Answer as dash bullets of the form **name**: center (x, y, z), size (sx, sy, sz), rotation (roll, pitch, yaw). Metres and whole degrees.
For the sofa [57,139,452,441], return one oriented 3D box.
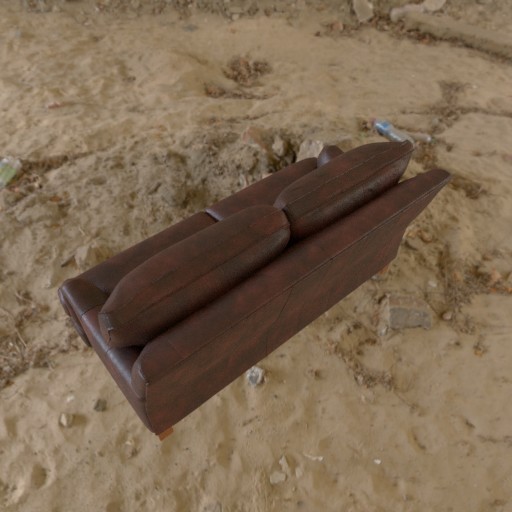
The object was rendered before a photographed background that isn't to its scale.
- **sofa**: center (0.000, 0.000, 2.731), size (2.144, 1.071, 1.147), rotation (-31, 54, -26)
